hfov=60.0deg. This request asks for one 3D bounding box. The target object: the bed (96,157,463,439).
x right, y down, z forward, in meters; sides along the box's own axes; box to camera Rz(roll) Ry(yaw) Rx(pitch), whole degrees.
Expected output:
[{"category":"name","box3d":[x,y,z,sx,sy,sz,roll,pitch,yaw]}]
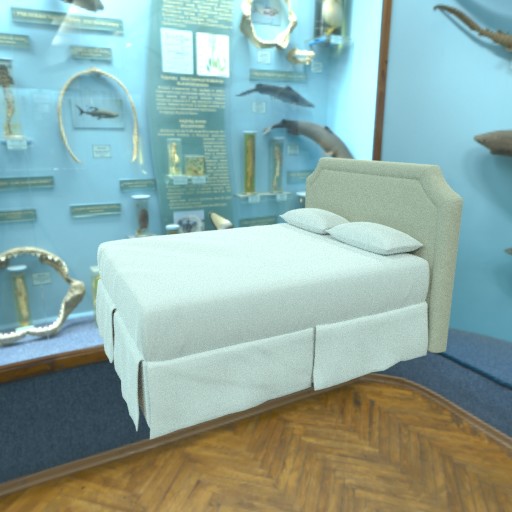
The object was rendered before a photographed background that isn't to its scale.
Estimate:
[{"category":"bed","box3d":[0.000,0.000,3.171,2.116,1.290,1.693,-8,17,-26]}]
